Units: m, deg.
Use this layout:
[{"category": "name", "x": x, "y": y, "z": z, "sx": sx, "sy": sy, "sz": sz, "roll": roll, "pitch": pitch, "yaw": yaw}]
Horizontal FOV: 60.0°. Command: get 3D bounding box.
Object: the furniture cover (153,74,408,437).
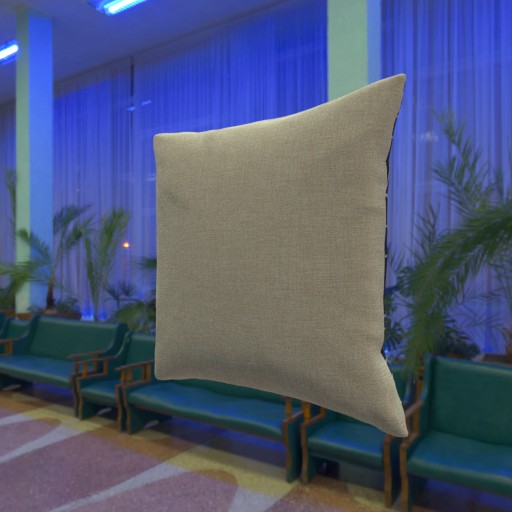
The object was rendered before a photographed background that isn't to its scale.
[{"category": "furniture cover", "x": 0.000, "y": 0.000, "z": 0.766, "sx": 0.517, "sy": 0.508, "sz": 0.158, "roll": 0, "pitch": 0, "yaw": 36}]
